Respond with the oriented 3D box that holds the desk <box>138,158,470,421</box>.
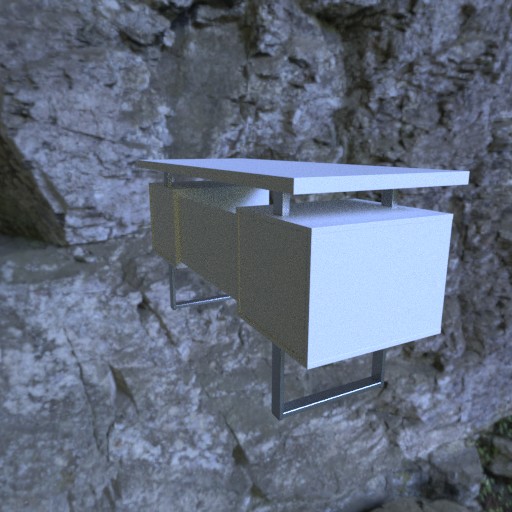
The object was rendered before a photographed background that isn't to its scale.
[{"bbox_3d":[0.000,0.000,1.901,0.603,0.773,1.530,-7,16,-27],"label":"desk"}]
